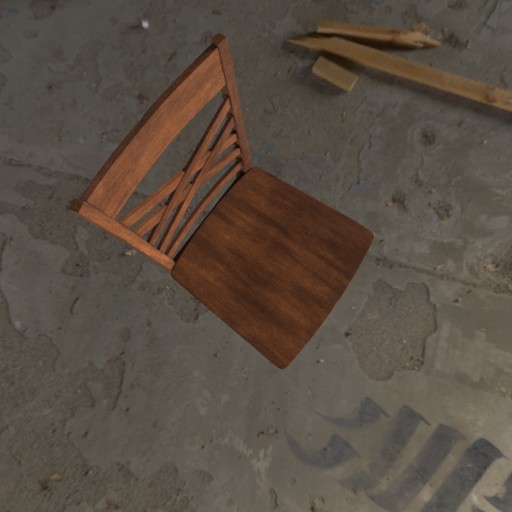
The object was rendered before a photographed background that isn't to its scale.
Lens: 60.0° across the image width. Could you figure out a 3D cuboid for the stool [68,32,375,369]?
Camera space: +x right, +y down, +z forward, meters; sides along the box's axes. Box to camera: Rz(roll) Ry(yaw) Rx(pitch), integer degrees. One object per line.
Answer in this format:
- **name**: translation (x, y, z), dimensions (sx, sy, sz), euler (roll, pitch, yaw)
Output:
- **stool**: translation (0.000, 0.000, 1.335), dimensions (0.539, 1.079, 0.462), euler (35, 79, 8)
